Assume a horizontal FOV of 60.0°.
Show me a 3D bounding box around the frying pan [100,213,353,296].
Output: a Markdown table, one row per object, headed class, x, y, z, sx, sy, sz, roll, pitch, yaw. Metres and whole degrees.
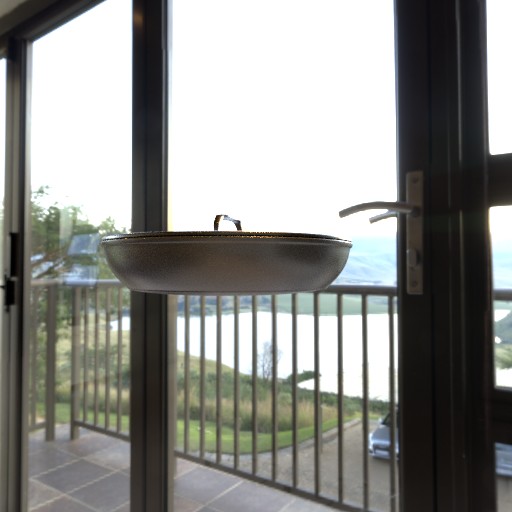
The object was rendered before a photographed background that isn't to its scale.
| class | x | y | z | sx | sy | sz | roll | pitch | yaw |
| --- | --- | --- | --- | --- | --- | --- | --- | --- | --- |
| frying pan | 0.000 | 0.000 | 0.602 | 0.272 | 0.086 | 0.490 | 0 | -2 | 16 |
